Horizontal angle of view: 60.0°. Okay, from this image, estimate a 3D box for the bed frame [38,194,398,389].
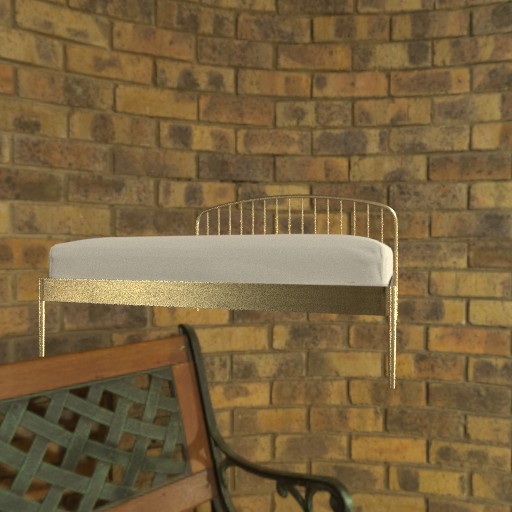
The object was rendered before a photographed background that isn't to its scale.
[{"bbox_3d":[0.000,0.000,3.322,2.016,1.174,2.152,0,1,18],"label":"bed frame"}]
